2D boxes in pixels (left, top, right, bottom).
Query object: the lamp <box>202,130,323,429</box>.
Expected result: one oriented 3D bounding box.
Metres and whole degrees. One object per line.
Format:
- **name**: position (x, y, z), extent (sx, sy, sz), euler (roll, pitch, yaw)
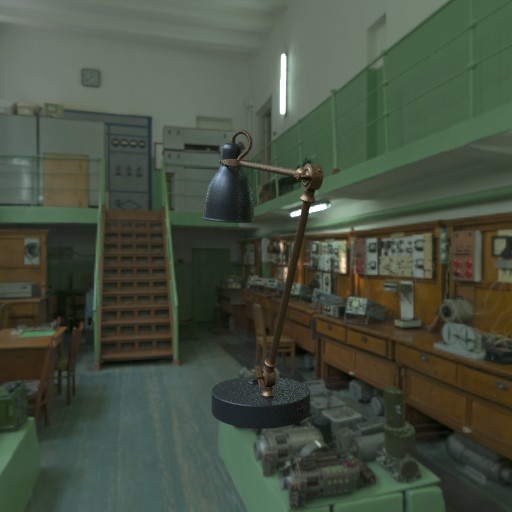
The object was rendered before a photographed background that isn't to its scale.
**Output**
- **lamp**: position (0.000, 0.000, 0.873), extent (0.187, 0.587, 0.561), euler (0, 0, -18)
